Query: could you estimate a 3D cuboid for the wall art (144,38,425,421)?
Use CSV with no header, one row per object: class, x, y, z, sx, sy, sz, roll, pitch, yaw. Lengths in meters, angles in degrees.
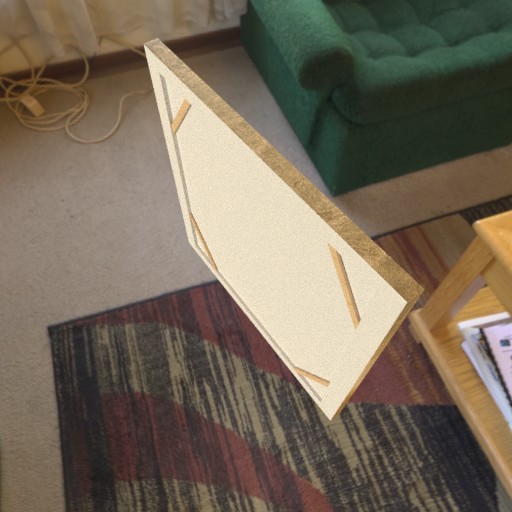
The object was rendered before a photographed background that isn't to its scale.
wall art,0.000,0.000,1.593,0.051,1.091,1.092,-32,63,-18
